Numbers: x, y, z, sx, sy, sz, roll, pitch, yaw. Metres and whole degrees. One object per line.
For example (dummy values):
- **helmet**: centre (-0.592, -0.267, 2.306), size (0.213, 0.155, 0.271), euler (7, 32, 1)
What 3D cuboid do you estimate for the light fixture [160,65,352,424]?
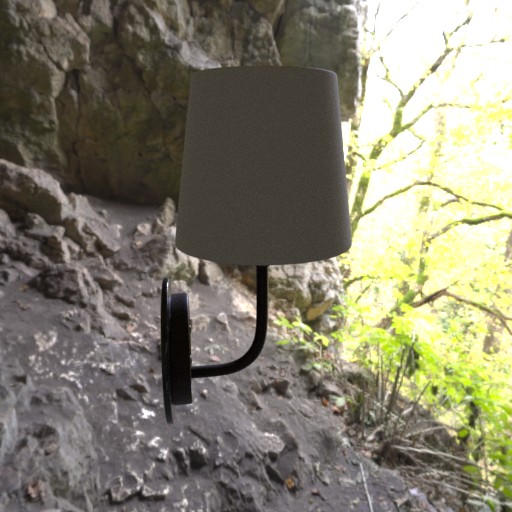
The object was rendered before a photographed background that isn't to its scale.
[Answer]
- **light fixture**: centre (0.000, 0.000, 0.443), size (0.188, 0.337, 0.168), euler (-2, 16, -8)
